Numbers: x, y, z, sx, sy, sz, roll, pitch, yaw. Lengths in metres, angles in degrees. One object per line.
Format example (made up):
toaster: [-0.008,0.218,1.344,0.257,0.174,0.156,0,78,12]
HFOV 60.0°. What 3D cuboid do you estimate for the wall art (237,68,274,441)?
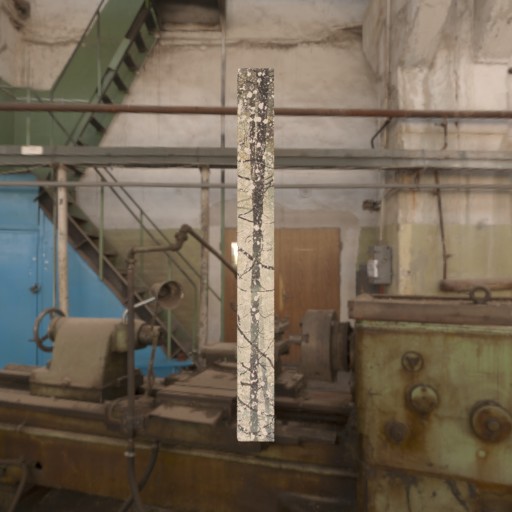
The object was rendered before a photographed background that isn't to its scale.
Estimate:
wall art: [0.000,0.000,0.780,0.042,0.398,0.618,0,0,0]
